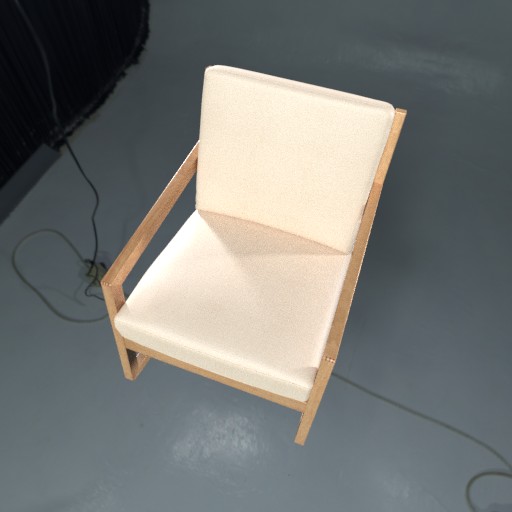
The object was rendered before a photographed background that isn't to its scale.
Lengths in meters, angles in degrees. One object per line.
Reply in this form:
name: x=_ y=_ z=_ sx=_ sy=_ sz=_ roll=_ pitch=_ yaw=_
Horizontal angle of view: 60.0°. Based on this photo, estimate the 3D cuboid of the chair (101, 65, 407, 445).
chair: x=0.000 y=0.000 z=1.396 sx=0.622 sy=0.790 sz=0.857 roll=17 pitch=59 yaw=10
